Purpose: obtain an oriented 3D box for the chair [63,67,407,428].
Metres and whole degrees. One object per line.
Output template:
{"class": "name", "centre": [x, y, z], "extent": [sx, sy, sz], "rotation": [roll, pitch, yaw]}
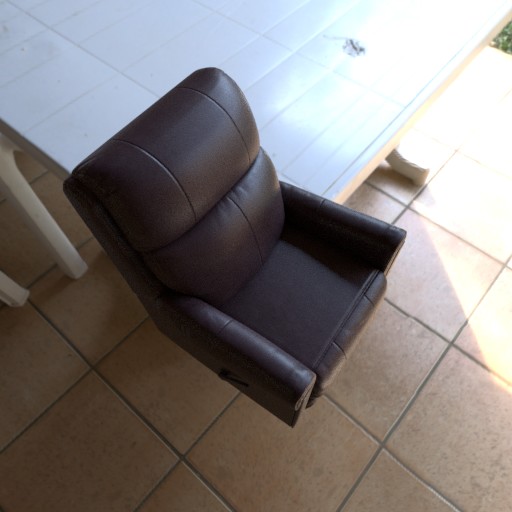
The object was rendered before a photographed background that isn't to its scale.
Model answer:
{"class": "chair", "centre": [0.000, 0.000, 1.777], "extent": [1.014, 1.054, 0.838], "rotation": [31, 63, 18]}
